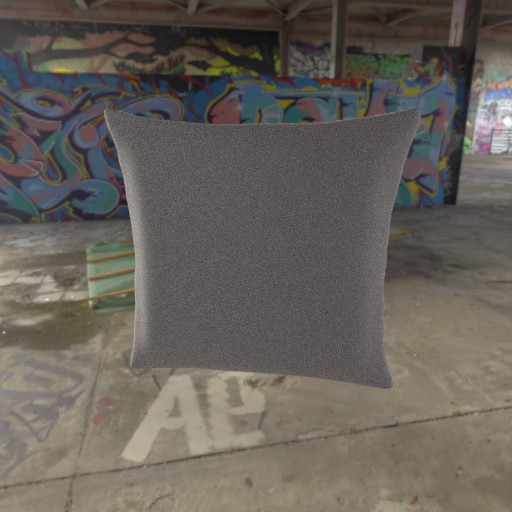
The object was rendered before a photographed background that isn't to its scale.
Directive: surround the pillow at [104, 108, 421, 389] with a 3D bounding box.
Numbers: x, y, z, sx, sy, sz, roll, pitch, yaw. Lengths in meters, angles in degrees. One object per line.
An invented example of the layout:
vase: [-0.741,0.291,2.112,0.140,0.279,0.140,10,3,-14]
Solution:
pillow: [0.000,0.000,0.804,0.525,0.508,0.166,2,17,8]
